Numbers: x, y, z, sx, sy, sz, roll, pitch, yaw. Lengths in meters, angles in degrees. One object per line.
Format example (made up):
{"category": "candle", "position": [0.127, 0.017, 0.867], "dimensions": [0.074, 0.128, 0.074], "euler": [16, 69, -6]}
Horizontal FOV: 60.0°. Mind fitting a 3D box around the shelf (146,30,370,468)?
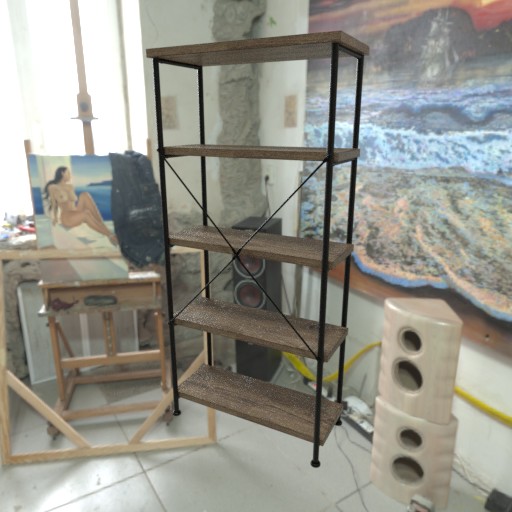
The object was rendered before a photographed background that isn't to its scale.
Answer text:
{"category": "shelf", "position": [0.000, 0.000, 1.979], "dimensions": [0.800, 1.700, 0.360], "euler": [9, 19, 27]}
